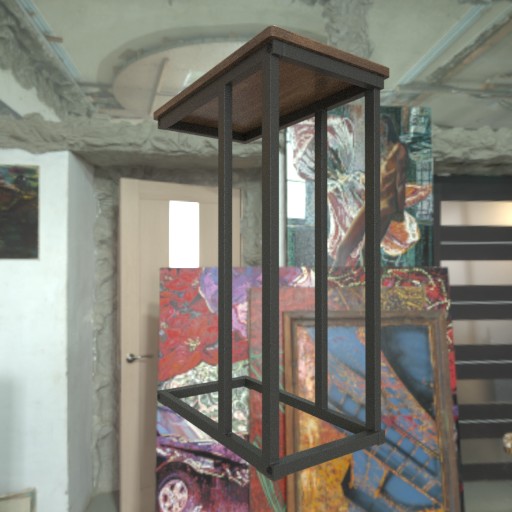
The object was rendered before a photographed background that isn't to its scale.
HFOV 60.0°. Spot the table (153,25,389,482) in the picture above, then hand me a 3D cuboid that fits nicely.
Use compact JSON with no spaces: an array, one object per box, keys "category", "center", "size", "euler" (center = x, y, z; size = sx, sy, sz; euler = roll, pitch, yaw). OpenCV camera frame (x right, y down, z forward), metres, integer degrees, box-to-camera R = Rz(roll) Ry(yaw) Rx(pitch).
[{"category":"table","center":[0.000,0.000,0.868],"size":[0.254,0.637,0.450],"euler":[0,-1,-34]}]
